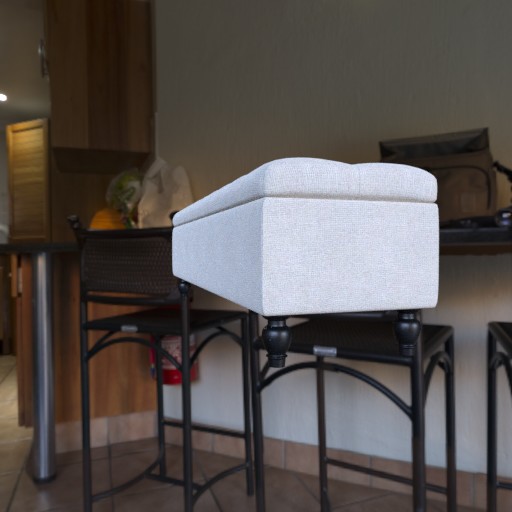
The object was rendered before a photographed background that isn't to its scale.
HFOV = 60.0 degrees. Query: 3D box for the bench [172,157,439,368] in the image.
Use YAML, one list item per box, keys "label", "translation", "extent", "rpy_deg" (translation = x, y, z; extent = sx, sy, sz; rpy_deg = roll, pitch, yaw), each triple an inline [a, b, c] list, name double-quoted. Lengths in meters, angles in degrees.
- label: "bench"
  translation: [0.000, 0.000, 1.686]
  extent: [0.455, 0.467, 1.480]
  rpy_deg: [0, 1, -18]
